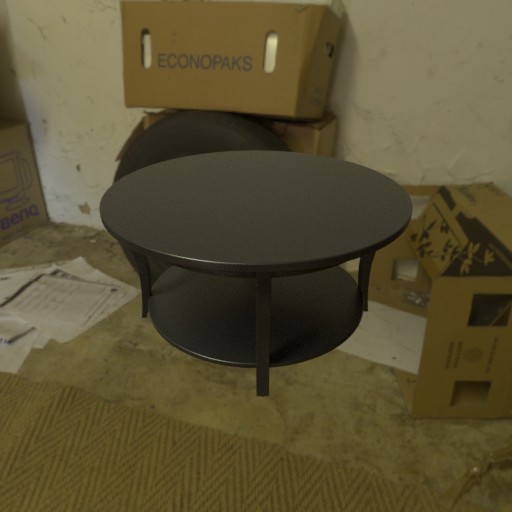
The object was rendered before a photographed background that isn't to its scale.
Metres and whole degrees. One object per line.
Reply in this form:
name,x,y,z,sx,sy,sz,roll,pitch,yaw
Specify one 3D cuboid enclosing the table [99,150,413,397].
table,0.000,0.000,1.462,0.914,0.457,0.914,0,28,0
